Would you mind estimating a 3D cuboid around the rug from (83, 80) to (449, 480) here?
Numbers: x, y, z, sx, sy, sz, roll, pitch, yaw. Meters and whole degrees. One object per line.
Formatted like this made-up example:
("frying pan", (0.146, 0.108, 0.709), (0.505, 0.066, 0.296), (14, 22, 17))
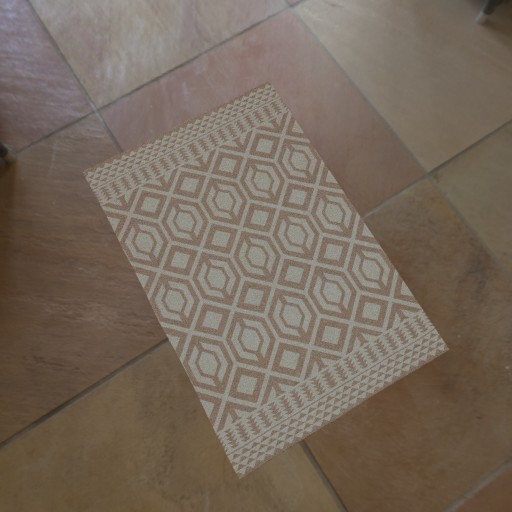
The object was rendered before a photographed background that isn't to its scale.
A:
("rug", (0.000, 0.000, 2.382), (1.219, 0.008, 1.829), (-29, 77, -8))
